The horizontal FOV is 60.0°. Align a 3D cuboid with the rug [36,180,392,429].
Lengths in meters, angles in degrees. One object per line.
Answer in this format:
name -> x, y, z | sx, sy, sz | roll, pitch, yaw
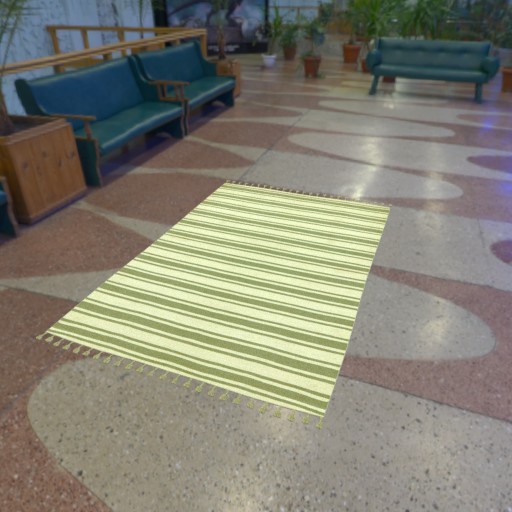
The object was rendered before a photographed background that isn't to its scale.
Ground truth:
rug -> 0.000, 0.000, 3.040 | 1.540, 0.018, 2.435 | 11, 33, 18
